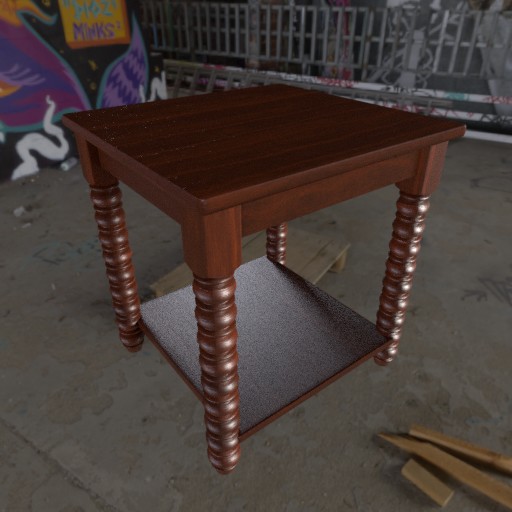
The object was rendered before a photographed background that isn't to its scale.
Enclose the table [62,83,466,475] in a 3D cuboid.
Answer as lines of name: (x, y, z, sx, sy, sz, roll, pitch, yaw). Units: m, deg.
table: (0.000, 0.000, 0.932, 0.533, 0.567, 0.500, -21, 37, -31)
